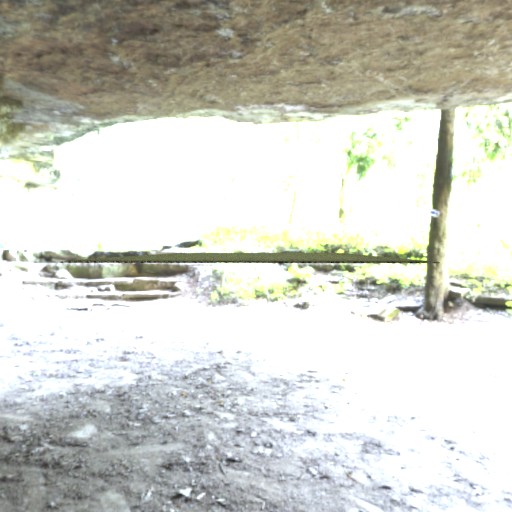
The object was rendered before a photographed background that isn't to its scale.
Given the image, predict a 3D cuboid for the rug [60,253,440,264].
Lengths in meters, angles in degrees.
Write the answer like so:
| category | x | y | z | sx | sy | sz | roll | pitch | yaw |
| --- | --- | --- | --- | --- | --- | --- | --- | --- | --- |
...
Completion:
| category | x | y | z | sx | sy | sz | roll | pitch | yaw |
| --- | --- | --- | --- | --- | --- | --- | --- | --- | --- |
| rug | 0.000 | 0.000 | 2.975 | 1.544 | 0.010 | 2.435 | 0 | 1 | 2 |
